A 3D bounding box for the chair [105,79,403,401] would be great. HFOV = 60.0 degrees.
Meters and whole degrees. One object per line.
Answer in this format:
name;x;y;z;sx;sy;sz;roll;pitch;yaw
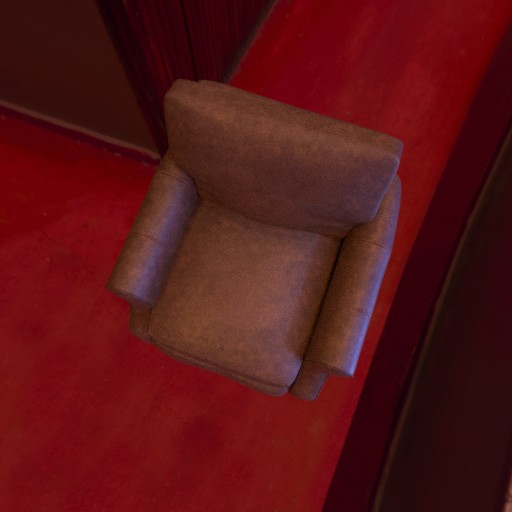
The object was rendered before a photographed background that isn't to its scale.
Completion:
chair;0.000;0.000;1.809;0.996;0.976;1.002;19;75;5
